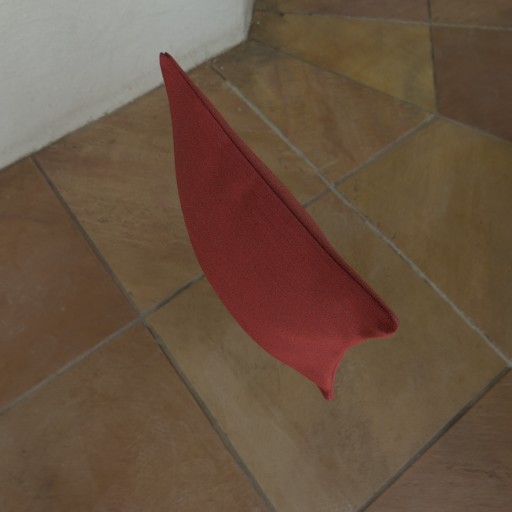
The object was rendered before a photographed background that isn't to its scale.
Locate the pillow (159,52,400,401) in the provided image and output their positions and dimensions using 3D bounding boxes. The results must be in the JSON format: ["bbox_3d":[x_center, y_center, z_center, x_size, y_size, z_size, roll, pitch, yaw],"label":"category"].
[{"bbox_3d":[0.000,0.000,0.652,0.151,0.416,0.435,-31,68,-14],"label":"pillow"}]
